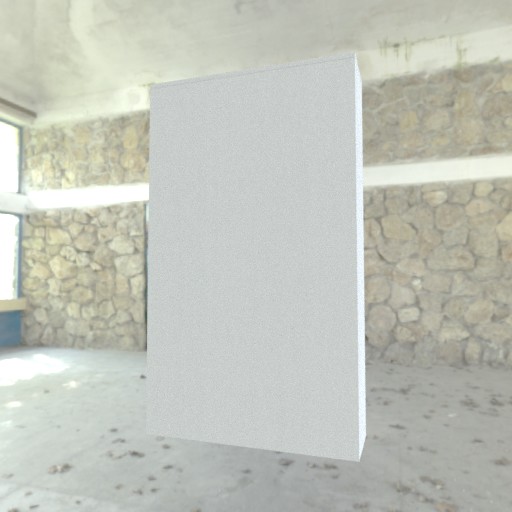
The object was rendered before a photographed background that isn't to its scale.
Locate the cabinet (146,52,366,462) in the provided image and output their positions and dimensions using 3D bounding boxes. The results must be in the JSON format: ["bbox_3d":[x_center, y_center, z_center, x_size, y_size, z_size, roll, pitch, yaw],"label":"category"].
[{"bbox_3d":[0.000,0.000,1.620,0.750,1.280,0.250,-1,-3,19],"label":"cabinet"}]
